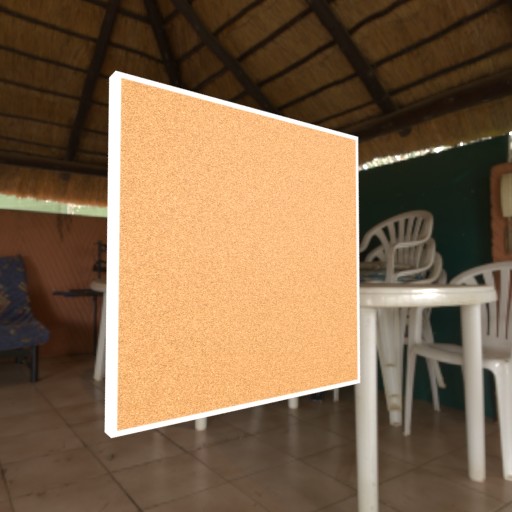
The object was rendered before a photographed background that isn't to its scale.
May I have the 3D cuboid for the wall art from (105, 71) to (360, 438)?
[{"bbox_3d":[0.000,0.000,1.166,0.768,0.765,0.041,2,-3,-36],"label":"wall art"}]
